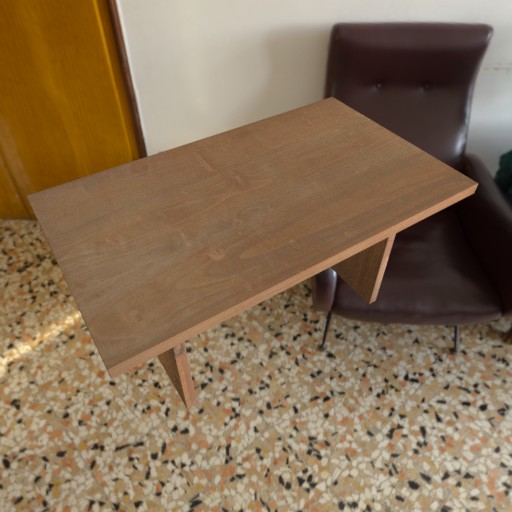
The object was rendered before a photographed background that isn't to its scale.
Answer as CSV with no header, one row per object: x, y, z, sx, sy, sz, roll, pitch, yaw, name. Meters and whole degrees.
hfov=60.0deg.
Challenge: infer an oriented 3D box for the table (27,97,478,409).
0.000,0.000,2.104,1.609,0.780,0.946,-25,50,-23,table
